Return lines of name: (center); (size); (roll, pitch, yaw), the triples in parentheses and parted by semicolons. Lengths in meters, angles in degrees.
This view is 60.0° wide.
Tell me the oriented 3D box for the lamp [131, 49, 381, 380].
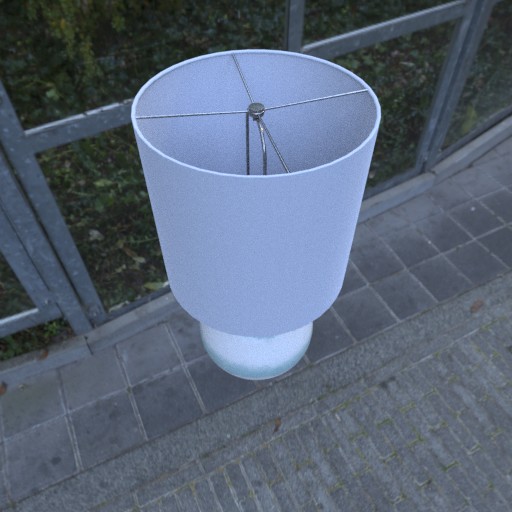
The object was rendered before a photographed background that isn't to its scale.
lamp: (0.000, 0.000, 0.539); (0.217, 0.404, 0.217); (-10, 48, -9)
